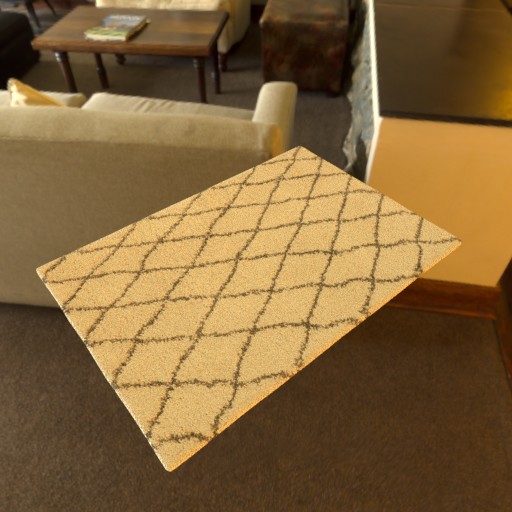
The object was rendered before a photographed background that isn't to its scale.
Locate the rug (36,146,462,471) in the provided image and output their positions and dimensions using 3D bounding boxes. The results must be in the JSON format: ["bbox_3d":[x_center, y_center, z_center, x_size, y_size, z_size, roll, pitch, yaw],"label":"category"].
[{"bbox_3d":[0.000,0.000,2.227,1.778,0.030,1.219,-30,52,-27],"label":"rug"}]
